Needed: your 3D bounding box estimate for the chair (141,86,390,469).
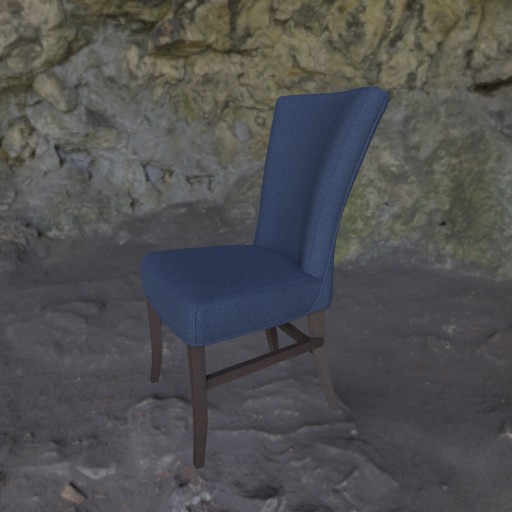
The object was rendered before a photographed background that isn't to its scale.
[{"bbox_3d":[0.000,0.000,1.400,0.660,0.991,0.520,-8,18,-26],"label":"chair"}]
